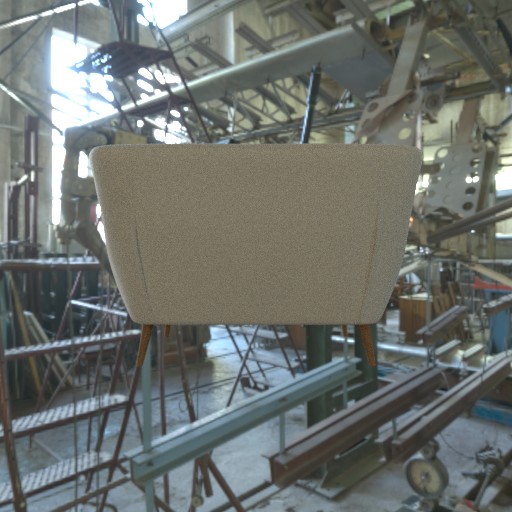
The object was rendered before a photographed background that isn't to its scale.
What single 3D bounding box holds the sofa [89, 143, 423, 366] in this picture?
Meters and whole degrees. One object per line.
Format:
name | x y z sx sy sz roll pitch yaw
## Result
sofa | 0.000 0.000 2.043 1.424 0.878 0.921 0 1 0
